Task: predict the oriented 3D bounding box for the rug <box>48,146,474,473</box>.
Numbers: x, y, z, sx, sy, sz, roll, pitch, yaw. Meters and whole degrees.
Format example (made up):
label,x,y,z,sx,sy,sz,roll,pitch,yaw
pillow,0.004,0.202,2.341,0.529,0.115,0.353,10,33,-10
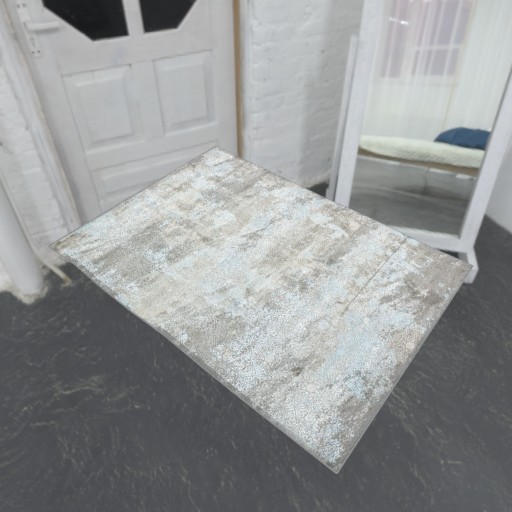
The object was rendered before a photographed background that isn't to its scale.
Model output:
label,x,y,z,sx,sy,sz,roll,pitch,yaw
rug,0.000,0.000,4.228,3.307,0.013,2.393,30,52,27
